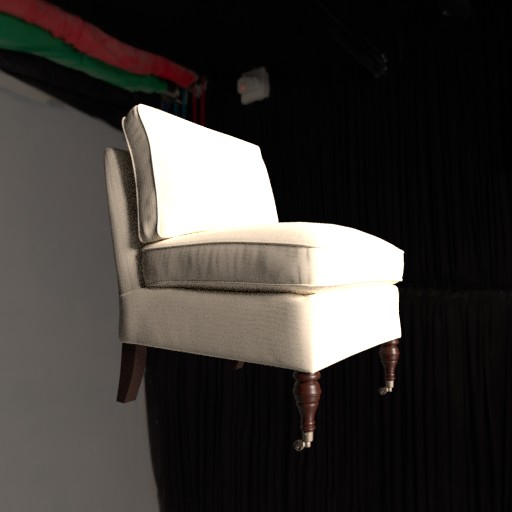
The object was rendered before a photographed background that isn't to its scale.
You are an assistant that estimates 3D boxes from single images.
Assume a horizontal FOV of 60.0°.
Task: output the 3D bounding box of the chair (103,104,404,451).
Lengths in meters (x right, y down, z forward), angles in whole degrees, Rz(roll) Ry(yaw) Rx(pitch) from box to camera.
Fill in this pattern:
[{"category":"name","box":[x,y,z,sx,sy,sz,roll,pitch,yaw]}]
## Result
[{"category":"chair","box":[0.000,0.000,1.403,0.781,0.887,0.630,-1,-1,36]}]
